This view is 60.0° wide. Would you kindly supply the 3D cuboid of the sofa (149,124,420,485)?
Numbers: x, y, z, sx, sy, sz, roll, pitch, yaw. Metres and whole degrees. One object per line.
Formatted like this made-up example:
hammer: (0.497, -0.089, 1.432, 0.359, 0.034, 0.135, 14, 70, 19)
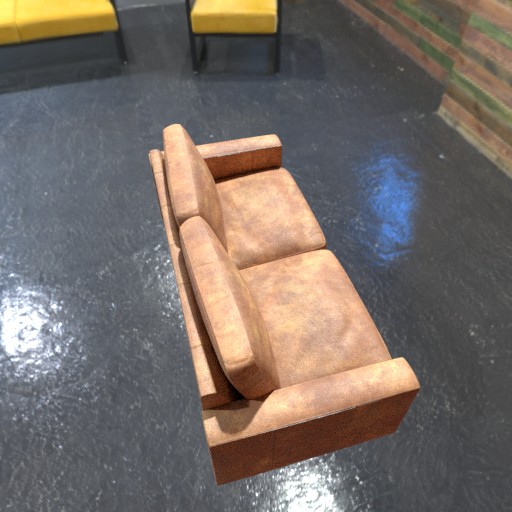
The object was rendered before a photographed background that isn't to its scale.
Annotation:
sofa: (0.000, 0.000, 2.695, 1.016, 0.873, 2.179, -12, 48, -11)
